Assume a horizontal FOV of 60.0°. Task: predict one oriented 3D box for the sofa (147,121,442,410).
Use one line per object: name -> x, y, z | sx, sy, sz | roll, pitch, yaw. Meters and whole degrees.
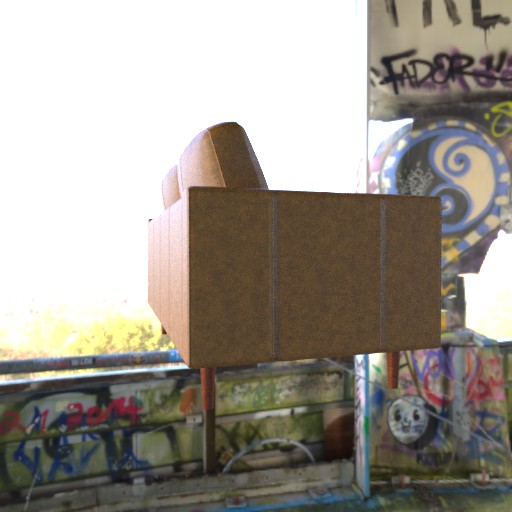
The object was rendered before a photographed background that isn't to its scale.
sofa -> 0.000, 0.000, 2.134 | 0.909, 0.951, 1.578 | 0, 1, -18
